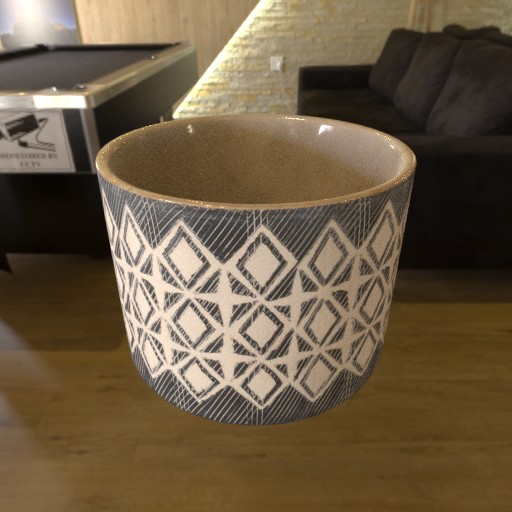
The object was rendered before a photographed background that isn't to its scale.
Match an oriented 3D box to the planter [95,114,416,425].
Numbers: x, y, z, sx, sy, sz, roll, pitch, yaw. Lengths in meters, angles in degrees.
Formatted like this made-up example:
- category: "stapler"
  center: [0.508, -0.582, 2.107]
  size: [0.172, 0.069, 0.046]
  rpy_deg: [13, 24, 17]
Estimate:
- category: "planter"
  center: [0.000, 0.000, 0.209]
  size: [0.126, 0.104, 0.126]
  rpy_deg: [0, 30, 0]
